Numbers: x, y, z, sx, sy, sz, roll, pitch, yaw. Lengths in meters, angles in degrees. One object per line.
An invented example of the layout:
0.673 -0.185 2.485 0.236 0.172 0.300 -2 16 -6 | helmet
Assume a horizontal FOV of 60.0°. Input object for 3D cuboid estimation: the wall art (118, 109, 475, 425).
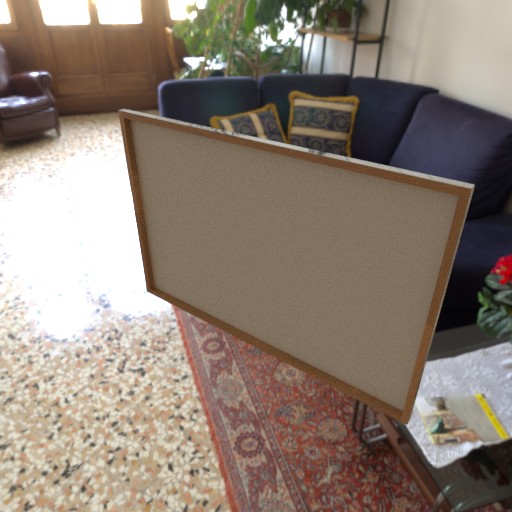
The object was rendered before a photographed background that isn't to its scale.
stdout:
0.000 0.000 1.140 0.914 0.607 0.023 21 37 30 | wall art
